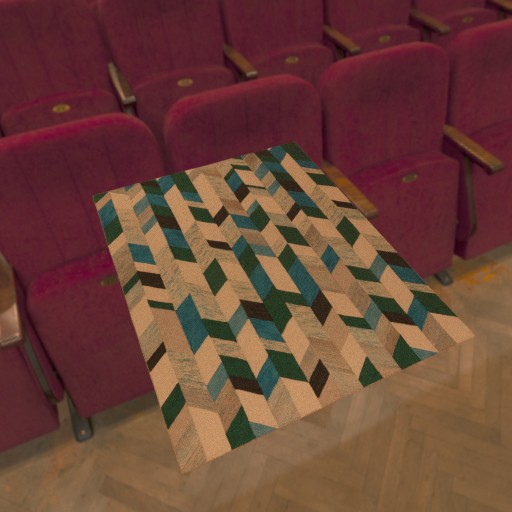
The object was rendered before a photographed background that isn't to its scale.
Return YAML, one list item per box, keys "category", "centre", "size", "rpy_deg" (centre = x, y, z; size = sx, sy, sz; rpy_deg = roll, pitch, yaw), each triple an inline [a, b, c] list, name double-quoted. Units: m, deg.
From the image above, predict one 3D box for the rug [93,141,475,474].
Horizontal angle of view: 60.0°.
- category: "rug"
  centre: [0.000, 0.000, 4.095]
  size: [2.440, 0.008, 3.036]
  rpy_deg: [-19, 50, -17]
